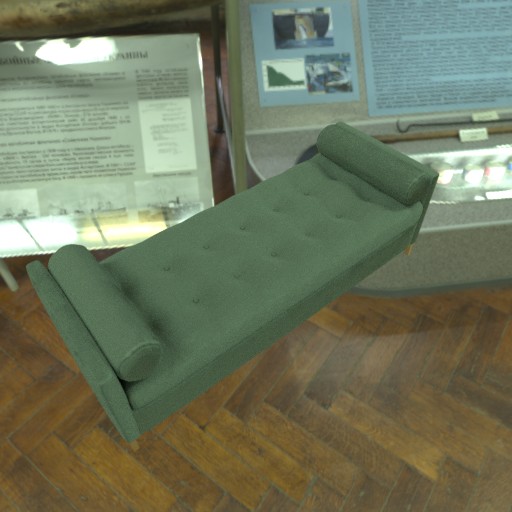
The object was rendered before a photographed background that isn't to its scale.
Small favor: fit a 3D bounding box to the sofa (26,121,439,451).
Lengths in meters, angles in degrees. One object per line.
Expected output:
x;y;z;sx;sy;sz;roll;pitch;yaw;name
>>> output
0.000;0.000;2.462;2.102;0.705;0.796;-30;53;-26;sofa
